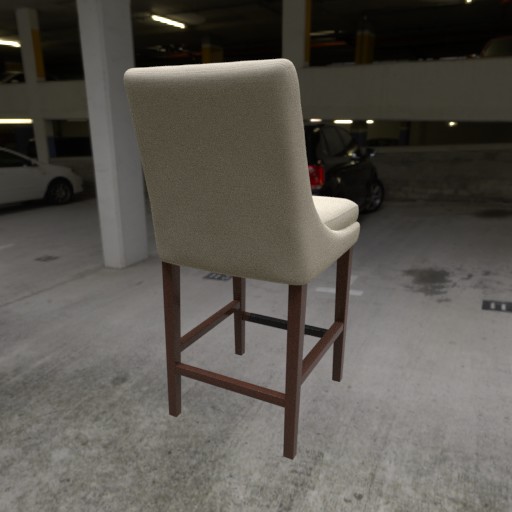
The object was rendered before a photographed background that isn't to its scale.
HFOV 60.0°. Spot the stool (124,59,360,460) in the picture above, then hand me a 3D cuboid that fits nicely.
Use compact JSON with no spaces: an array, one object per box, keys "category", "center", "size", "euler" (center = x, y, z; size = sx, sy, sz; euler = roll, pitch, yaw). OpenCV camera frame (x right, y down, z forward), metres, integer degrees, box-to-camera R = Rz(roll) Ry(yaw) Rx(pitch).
[{"category":"stool","center":[0.000,0.000,1.284],"size":[0.470,0.981,0.577],"euler":[9,19,26]}]
